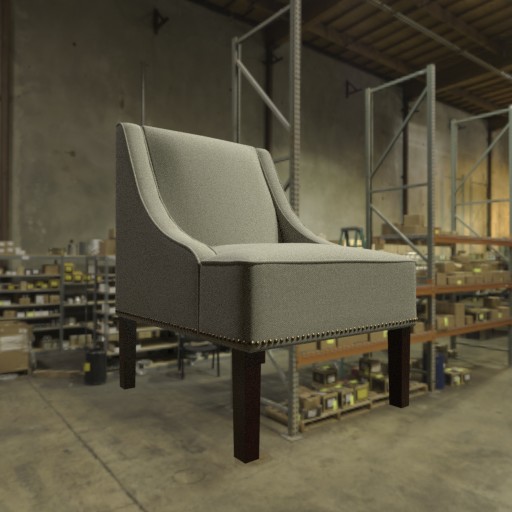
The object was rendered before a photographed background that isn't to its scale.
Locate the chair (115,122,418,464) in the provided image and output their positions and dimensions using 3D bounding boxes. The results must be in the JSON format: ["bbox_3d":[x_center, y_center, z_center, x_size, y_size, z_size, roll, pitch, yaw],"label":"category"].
[{"bbox_3d":[0.000,0.000,1.363,0.628,0.872,0.748,0,0,-38],"label":"chair"}]
